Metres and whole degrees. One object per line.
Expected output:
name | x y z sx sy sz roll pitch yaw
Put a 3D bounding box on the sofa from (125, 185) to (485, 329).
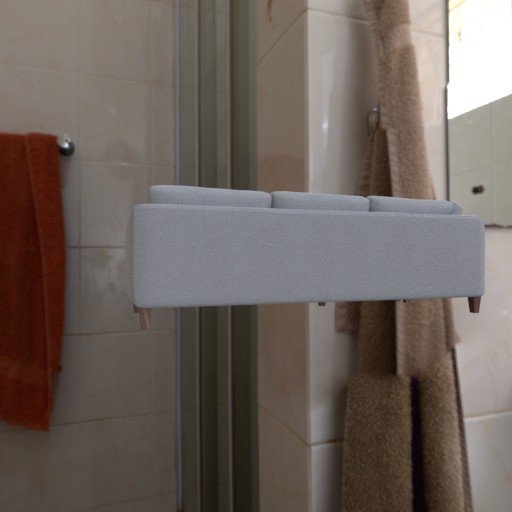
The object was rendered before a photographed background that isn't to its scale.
sofa | 0.000 0.000 4.388 2.551 0.853 3.238 0 0 -18
